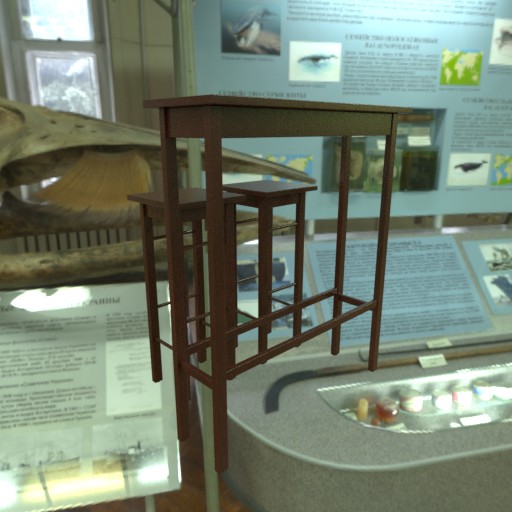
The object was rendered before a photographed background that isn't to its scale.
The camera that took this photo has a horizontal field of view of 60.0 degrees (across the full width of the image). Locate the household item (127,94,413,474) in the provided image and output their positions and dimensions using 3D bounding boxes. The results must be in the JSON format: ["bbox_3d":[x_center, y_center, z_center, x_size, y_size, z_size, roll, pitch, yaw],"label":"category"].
[{"bbox_3d":[0.000,0.000,1.668,0.914,1.067,0.676,-15,22,-42],"label":"household item"}]
